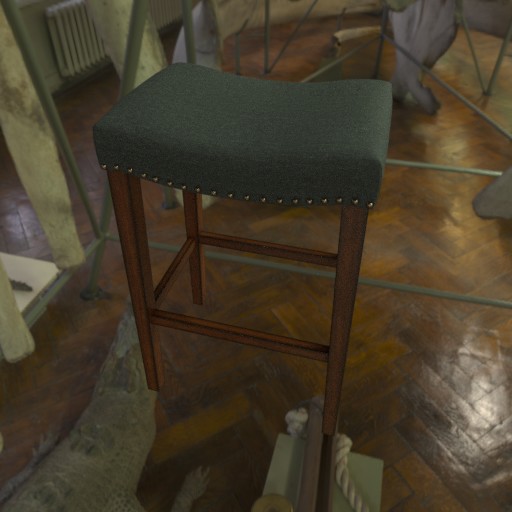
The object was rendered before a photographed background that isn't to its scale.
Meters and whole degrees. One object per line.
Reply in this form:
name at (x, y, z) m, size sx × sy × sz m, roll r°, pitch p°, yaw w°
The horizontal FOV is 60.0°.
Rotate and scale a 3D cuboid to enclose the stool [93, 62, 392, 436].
stool at (0.000, 0.000, 1.033) m, size 0.502 × 0.760 × 0.366 m, roll 10°, pitch 41°, yaw 12°
